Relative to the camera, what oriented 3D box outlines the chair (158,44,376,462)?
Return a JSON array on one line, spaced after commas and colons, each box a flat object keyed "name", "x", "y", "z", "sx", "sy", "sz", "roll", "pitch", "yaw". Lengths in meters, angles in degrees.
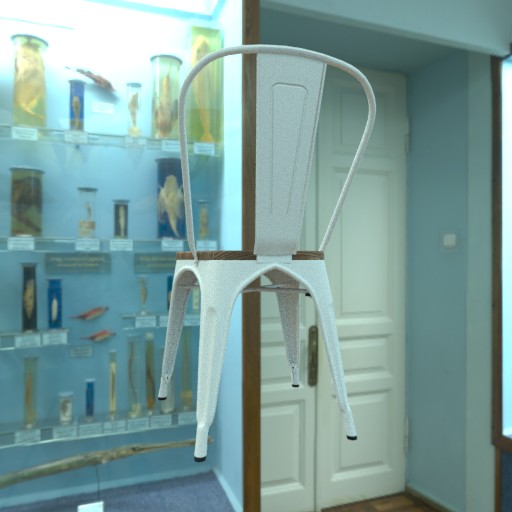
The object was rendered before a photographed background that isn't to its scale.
[{"name": "chair", "x": 0.000, "y": 0.000, "z": 1.146, "sx": 0.452, "sy": 0.851, "sz": 0.521, "roll": 0, "pitch": 0, "yaw": -18}]
